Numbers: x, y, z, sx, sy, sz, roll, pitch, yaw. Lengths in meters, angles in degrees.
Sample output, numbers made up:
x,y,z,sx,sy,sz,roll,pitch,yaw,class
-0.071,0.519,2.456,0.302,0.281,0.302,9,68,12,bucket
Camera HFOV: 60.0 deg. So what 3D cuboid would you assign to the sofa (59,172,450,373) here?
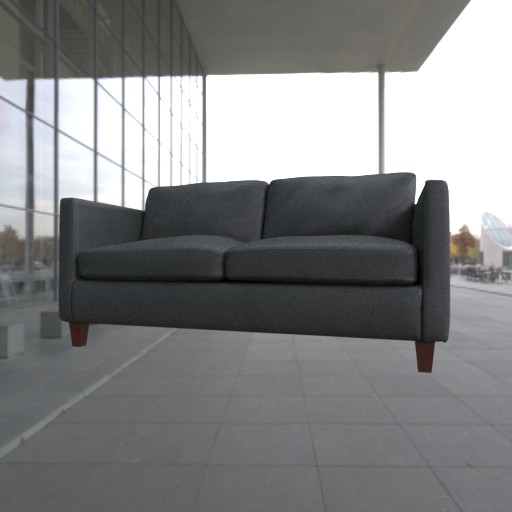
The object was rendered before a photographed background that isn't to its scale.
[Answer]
x,y,z,sx,sy,sz,roll,pitch,yaw,class
0.000,0.000,2.426,1.883,0.933,0.951,0,0,18,sofa
